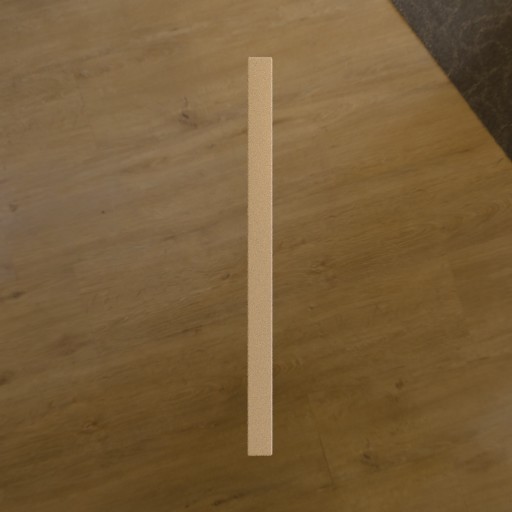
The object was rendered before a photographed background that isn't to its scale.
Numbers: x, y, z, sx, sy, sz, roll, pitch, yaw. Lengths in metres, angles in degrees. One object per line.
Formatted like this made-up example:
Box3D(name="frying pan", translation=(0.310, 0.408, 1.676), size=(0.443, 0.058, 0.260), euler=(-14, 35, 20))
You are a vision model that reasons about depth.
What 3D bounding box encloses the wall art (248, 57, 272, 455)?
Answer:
Box3D(name="wall art", translation=(0.000, 0.000, 0.781), size=(0.028, 0.556, 0.454), euler=(0, 90, -1))
